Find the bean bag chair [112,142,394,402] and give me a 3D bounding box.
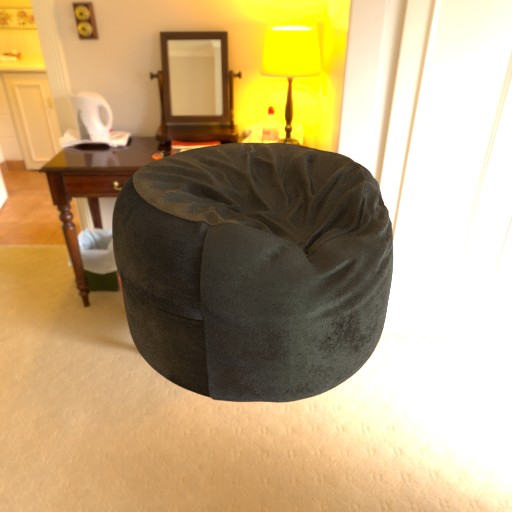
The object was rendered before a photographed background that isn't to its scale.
[{"bbox_3d":[0.000,0.000,1.523,0.918,0.605,0.918,0,30,0],"label":"bean bag chair"}]
